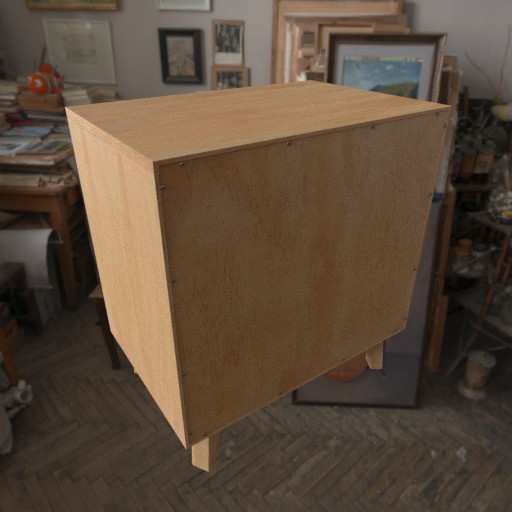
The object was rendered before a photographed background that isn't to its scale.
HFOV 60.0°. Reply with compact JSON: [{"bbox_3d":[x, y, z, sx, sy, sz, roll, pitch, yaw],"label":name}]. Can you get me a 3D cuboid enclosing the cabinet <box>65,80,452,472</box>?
[{"bbox_3d":[0.000,0.000,0.916,0.551,0.599,0.394,-19,34,-30],"label":"cabinet"}]
